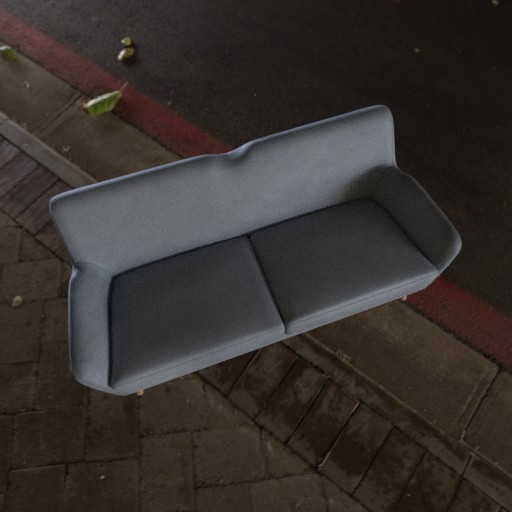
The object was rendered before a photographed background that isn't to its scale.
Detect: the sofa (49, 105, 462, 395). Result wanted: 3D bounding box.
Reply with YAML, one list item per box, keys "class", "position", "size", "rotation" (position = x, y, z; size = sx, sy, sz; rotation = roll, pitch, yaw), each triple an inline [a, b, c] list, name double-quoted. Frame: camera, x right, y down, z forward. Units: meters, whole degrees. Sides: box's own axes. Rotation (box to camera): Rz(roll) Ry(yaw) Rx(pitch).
- class: "sofa"
  position: [0.000, 0.000, 2.263]
  size: [1.870, 0.810, 0.850]
  rotation: [-18, 64, -9]
